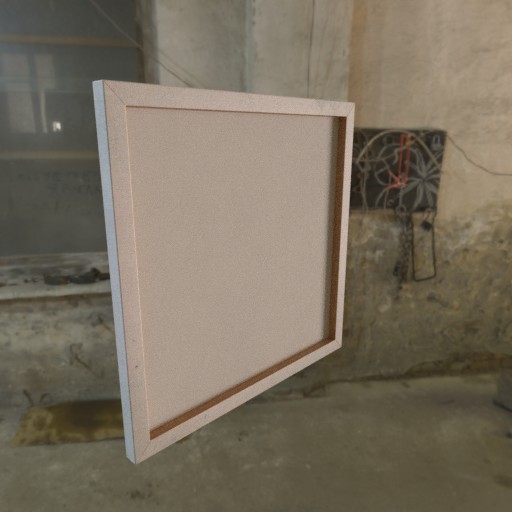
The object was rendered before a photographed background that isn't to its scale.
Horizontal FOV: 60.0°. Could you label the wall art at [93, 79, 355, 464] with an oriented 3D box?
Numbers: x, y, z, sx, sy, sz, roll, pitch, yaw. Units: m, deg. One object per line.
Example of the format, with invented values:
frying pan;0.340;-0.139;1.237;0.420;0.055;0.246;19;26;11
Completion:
wall art;0.000;0.000;1.109;0.038;0.762;0.762;15;21;43
